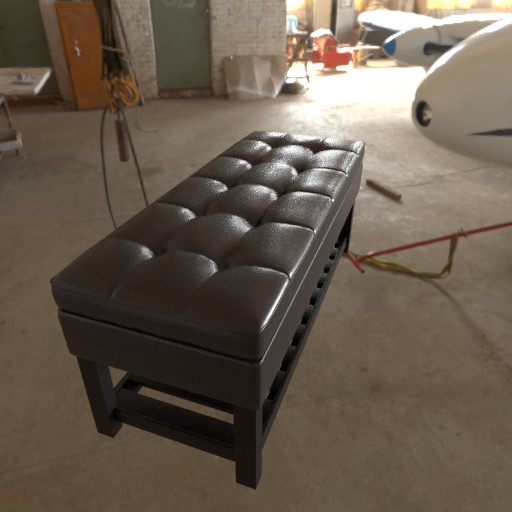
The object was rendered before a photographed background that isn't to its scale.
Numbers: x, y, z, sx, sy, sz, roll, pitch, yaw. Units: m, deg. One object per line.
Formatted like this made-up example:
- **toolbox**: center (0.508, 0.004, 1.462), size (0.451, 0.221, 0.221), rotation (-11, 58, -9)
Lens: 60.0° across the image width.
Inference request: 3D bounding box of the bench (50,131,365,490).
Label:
- **bench**: center (0.000, 0.000, 1.306), size (0.432, 0.460, 1.105), rotation (11, 33, 18)
